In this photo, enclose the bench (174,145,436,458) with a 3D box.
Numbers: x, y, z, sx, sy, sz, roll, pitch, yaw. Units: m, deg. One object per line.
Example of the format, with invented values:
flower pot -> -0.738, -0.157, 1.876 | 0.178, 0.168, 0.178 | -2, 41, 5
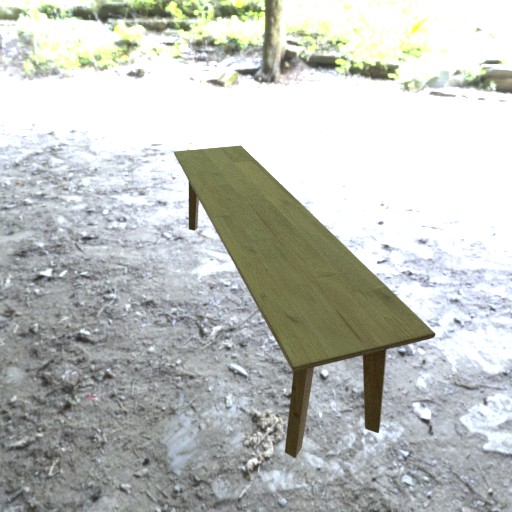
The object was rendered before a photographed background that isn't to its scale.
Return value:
bench -> 0.000, 0.000, 1.842 | 0.378, 0.431, 1.698 | -9, 31, -16
